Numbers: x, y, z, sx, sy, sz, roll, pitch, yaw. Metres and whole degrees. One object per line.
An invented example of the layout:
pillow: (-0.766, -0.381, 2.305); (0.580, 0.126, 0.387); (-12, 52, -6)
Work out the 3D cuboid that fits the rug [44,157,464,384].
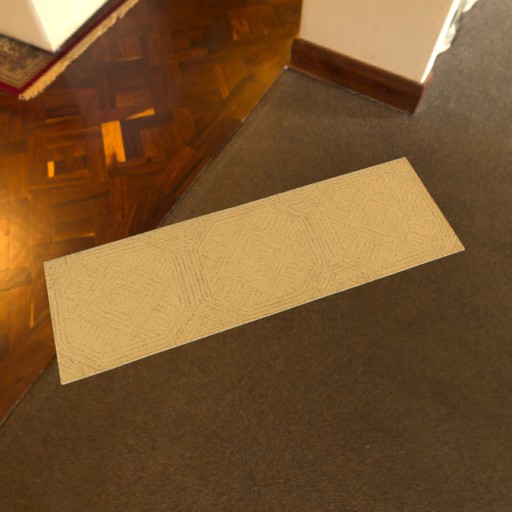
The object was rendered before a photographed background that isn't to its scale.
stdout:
rug: (0.000, 0.000, 2.700); (2.452, 0.012, 0.775); (-17, 64, -9)
